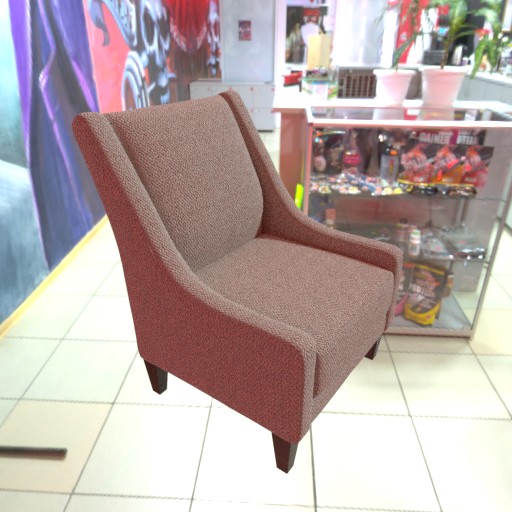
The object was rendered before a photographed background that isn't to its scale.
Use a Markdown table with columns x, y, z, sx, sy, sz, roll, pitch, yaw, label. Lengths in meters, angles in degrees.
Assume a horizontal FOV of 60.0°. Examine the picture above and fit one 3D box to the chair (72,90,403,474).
| x | y | z | sx | sy | sz | roll | pitch | yaw | label |
| --- | --- | --- | --- | --- | --- | --- | --- | --- | --- |
| 0.000 | 0.000 | 1.601 | 0.870 | 1.014 | 0.774 | 18 | 32 | 32 | chair |
